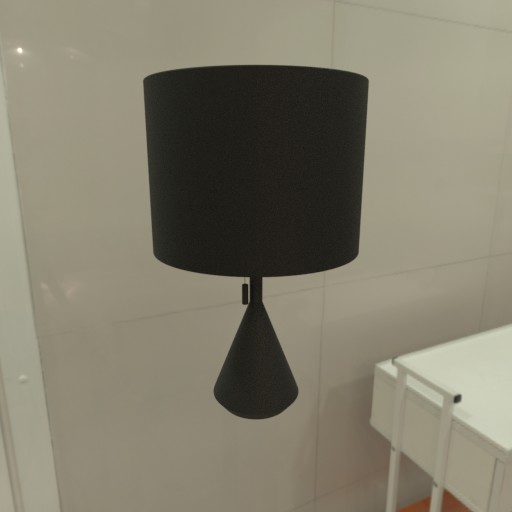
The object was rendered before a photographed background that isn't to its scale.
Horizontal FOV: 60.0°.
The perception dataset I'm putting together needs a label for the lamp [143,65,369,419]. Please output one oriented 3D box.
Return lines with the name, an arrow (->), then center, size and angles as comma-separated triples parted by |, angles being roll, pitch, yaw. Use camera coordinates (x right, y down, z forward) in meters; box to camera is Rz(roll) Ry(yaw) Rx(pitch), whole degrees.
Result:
lamp -> 0.000, 0.000, 0.797 | 0.359, 0.584, 0.359 | -8, 16, -27
